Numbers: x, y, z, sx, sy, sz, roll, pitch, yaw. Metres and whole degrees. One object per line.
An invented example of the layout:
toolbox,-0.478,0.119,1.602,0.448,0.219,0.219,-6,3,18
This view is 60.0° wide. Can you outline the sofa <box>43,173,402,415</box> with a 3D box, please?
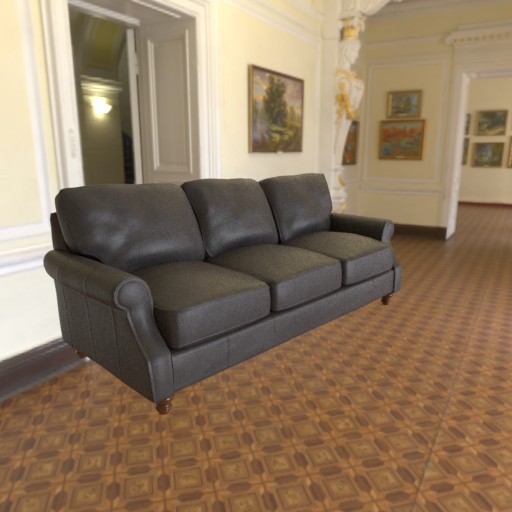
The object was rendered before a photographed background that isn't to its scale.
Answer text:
sofa,0.000,0.000,2.857,0.974,0.977,2.387,12,18,43
